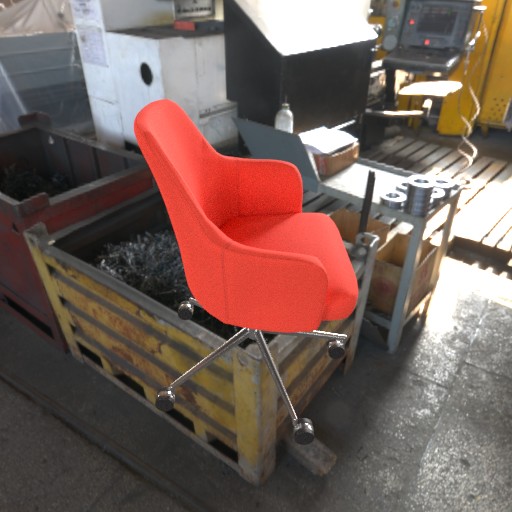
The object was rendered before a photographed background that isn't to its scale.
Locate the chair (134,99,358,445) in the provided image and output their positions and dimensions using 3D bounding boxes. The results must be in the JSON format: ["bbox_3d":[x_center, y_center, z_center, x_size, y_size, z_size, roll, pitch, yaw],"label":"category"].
[{"bbox_3d":[0.000,0.000,1.267,0.600,0.820,0.655,-1,33,-1],"label":"chair"}]
